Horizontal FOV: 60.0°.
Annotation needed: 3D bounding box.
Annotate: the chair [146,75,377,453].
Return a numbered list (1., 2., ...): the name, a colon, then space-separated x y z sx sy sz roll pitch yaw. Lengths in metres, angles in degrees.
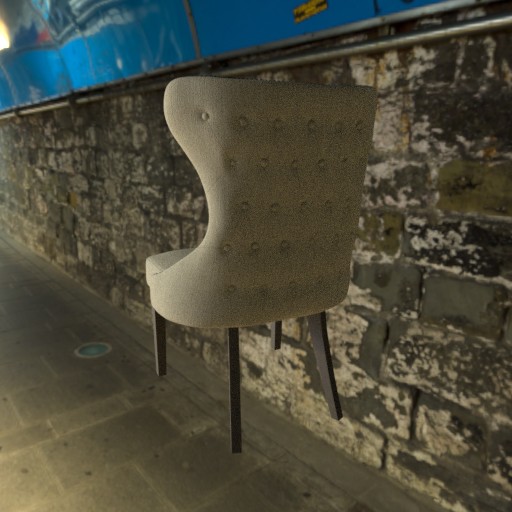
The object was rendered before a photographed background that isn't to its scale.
1. chair: 0.000 0.000 1.374 0.628 0.967 0.635 -7 15 -26
